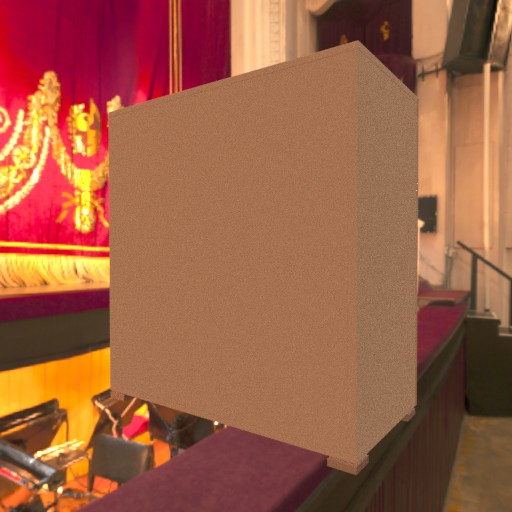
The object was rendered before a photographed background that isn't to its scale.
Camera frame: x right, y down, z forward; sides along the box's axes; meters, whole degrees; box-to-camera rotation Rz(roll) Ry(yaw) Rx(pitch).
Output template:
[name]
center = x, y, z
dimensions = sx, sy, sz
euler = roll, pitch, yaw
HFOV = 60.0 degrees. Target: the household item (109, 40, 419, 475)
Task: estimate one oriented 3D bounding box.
[household item]
center = 0.000, 0.000, 1.289
dimensions = 0.800, 0.870, 0.420
euler = 1, 1, 36
